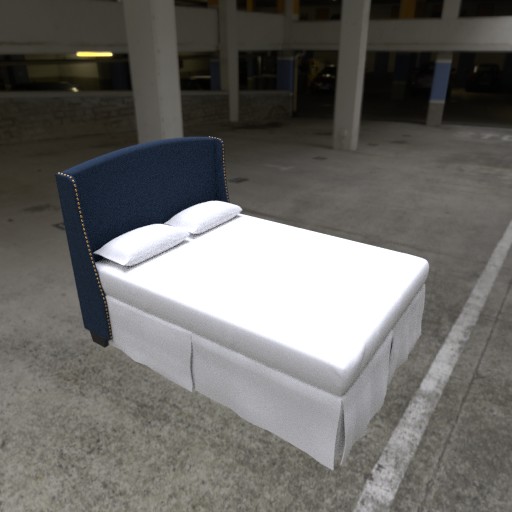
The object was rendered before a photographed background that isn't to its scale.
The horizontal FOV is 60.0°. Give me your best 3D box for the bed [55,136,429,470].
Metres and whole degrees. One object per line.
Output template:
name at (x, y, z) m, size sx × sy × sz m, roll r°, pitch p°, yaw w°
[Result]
bed at (0.000, 0.000, 3.237) m, size 2.223 × 1.402 × 1.604 m, roll 16°, pitch 30°, yaw 31°
